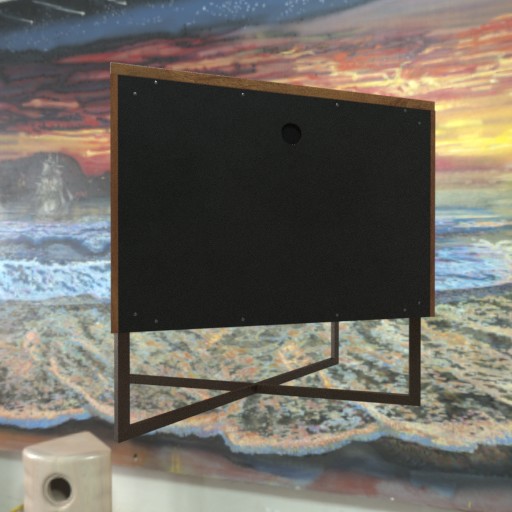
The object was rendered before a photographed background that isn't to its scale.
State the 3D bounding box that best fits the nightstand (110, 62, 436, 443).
[{"bbox_3d":[0.000,0.000,0.994,0.613,0.615,0.427,0,0,-17],"label":"nightstand"}]
